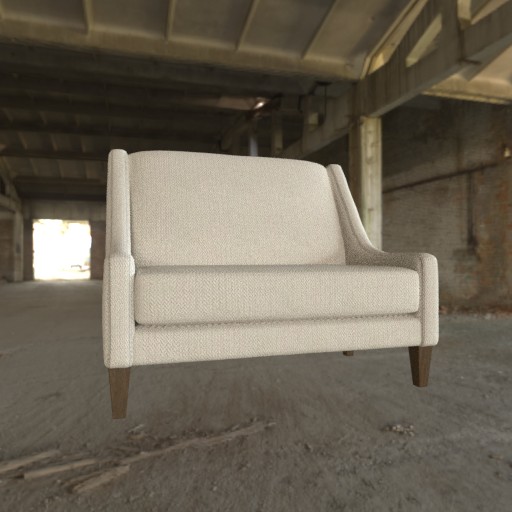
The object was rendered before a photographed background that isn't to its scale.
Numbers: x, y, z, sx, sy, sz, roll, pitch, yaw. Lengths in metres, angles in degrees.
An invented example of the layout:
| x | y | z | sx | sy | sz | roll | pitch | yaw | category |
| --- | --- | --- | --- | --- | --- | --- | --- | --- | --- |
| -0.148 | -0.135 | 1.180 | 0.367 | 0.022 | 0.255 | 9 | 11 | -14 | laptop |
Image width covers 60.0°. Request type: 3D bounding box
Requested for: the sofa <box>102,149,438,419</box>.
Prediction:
| x | y | z | sx | sy | sz | roll | pitch | yaw | category |
| --- | --- | --- | --- | --- | --- | --- | --- | --- | --- |
| 0.000 | 0.000 | 1.915 | 1.242 | 1.022 | 0.870 | 0 | 0 | -17 | sofa |
